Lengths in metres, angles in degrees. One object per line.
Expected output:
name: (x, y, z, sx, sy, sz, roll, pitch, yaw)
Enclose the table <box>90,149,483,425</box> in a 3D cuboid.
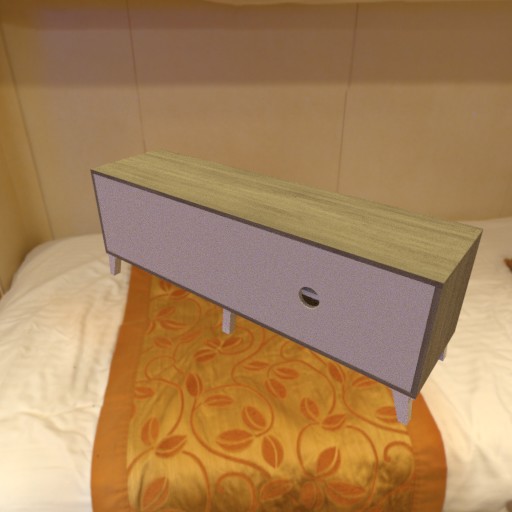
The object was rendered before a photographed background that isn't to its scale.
table: (0.000, 0.000, 1.785, 1.500, 0.530, 0.400, 20, 35, 32)
